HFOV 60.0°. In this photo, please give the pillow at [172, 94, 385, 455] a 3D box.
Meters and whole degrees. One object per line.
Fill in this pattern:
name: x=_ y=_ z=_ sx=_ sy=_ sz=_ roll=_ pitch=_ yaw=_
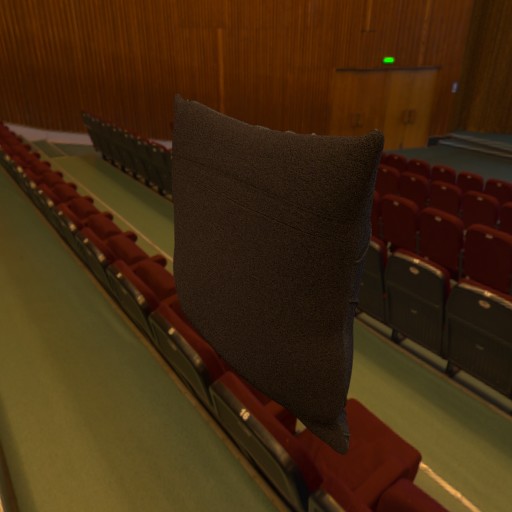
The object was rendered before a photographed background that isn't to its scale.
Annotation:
pillow: x=0.000 y=0.000 z=0.676 sx=0.183 sy=0.440 sz=0.439 roll=-19 pitch=33 yaw=-32
